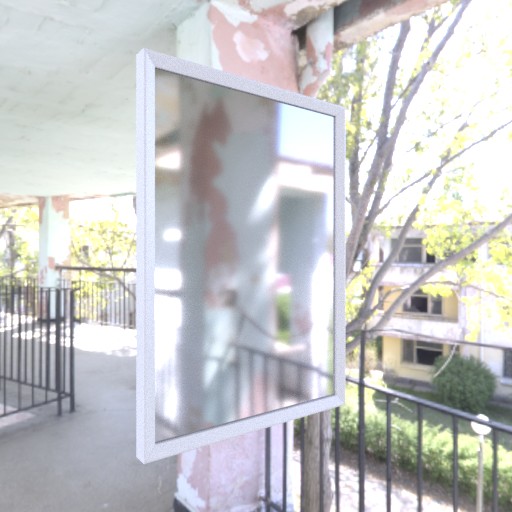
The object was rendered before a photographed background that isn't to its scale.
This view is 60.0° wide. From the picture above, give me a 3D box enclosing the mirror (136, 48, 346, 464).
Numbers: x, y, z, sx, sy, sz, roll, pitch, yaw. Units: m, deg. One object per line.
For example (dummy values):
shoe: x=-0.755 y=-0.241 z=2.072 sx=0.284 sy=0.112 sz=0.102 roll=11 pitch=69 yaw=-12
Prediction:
mirror: x=0.000 y=0.000 z=0.923 sx=0.507 sy=0.710 sz=0.039 roll=0 pitch=0 yaw=-37
